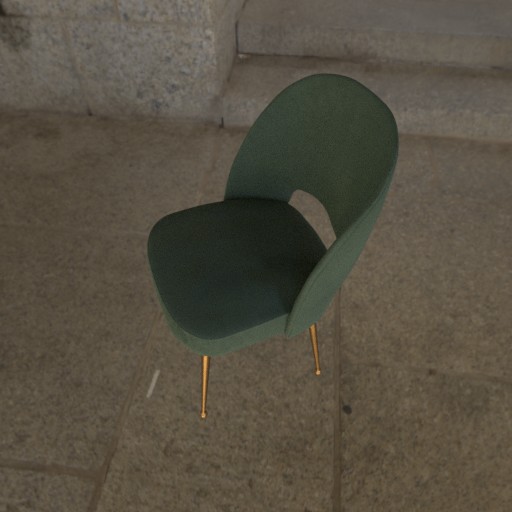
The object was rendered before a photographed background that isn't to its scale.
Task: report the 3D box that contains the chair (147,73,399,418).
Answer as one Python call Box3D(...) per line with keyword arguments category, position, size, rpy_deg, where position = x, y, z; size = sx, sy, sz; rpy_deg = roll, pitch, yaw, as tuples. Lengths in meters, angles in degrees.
Box3D(category="chair", position=(0.000, 0.000, 1.244), size=(0.577, 0.860, 0.527), rpy_deg=(-16, 49, -15))
